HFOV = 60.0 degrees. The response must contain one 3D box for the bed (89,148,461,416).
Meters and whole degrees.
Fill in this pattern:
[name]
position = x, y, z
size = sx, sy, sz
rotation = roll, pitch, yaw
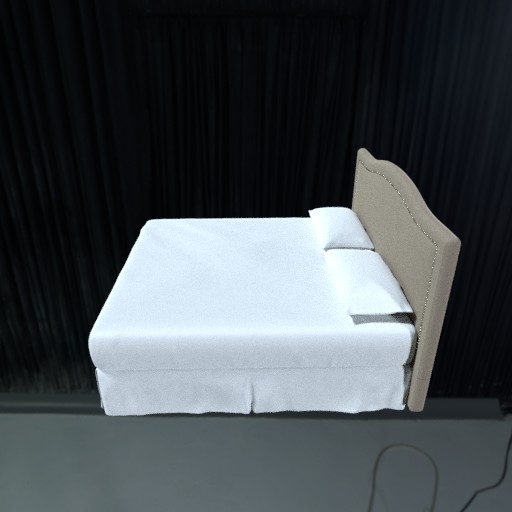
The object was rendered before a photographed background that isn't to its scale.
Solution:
[bed]
position = 0.000, 0.000, 3.554
size = 2.182, 1.421, 2.083
rotation = -1, 27, -1
